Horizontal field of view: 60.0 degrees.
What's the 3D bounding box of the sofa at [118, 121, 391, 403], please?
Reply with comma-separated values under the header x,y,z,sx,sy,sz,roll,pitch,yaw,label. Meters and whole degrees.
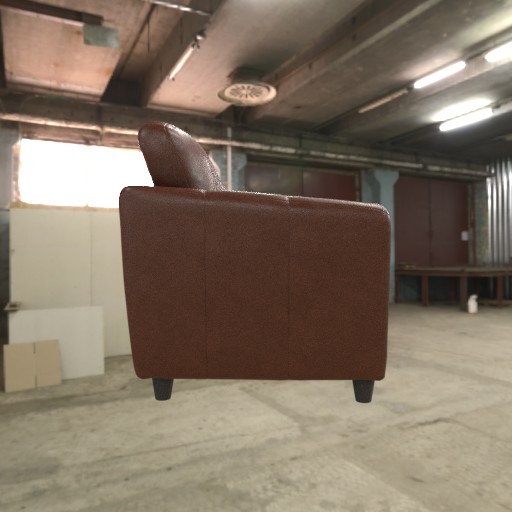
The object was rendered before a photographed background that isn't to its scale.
x,y,z,sx,sy,sz,roll,pitch,yaw,label
0.000,0.000,1.950,0.805,0.906,1.406,0,0,1,sofa
